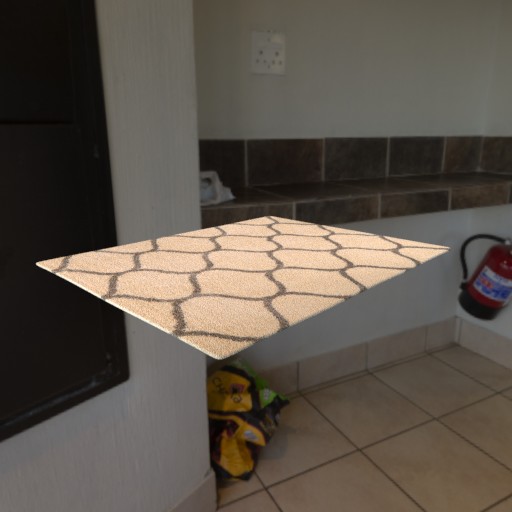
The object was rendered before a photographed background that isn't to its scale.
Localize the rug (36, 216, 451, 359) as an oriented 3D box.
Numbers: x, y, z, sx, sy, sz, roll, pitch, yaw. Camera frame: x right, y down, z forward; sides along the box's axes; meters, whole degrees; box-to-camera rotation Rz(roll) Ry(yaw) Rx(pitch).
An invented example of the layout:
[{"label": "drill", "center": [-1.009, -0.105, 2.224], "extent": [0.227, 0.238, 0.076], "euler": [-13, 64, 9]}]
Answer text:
[{"label": "rug", "center": [0.000, 0.000, 4.053], "extent": [2.399, 0.026, 3.000], "euler": [15, 22, 42]}]
